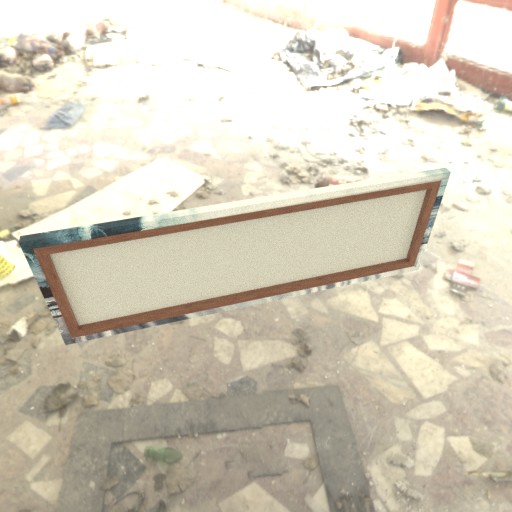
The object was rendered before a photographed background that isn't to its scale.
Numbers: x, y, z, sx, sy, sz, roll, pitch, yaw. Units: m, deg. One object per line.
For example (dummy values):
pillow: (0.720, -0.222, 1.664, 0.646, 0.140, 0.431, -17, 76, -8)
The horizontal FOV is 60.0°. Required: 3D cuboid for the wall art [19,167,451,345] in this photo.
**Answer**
wall art: (0.000, 0.000, 1.697, 1.524, 0.509, 0.037, -11, 42, -12)
